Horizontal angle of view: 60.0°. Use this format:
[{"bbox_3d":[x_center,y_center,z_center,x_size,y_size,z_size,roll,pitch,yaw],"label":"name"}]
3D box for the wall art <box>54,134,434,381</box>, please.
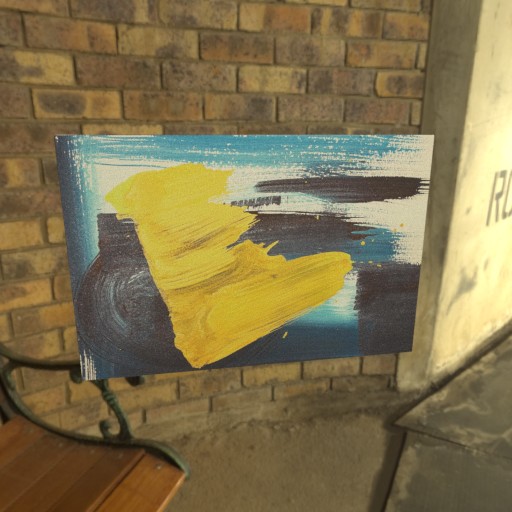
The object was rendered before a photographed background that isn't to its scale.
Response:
[{"bbox_3d":[0.000,0.000,0.770,0.609,0.406,0.033,-3,16,-10],"label":"wall art"}]
